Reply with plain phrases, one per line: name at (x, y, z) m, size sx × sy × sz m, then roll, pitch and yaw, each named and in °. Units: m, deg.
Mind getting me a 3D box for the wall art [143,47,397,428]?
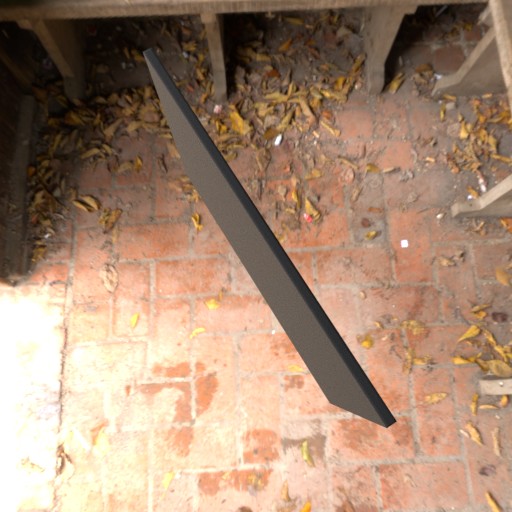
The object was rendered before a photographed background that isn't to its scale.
wall art at (0.000, 0.000, 1.240) m, size 0.026 × 0.656 × 0.958 m, roll -31°, pitch 78°, yaw -8°
